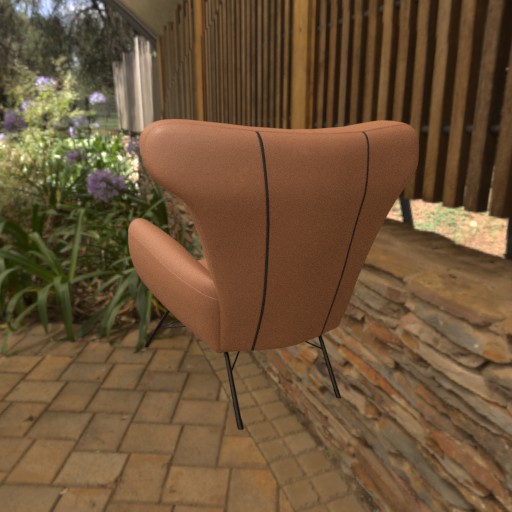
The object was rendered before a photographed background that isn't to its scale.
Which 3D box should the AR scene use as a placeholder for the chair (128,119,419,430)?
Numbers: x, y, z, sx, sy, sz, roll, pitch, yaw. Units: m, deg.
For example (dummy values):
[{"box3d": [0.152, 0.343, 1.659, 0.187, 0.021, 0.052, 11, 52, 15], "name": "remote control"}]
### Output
[{"box3d": [0.000, 0.000, 1.797, 0.980, 1.050, 0.900, -8, 18, -25], "name": "chair"}]
